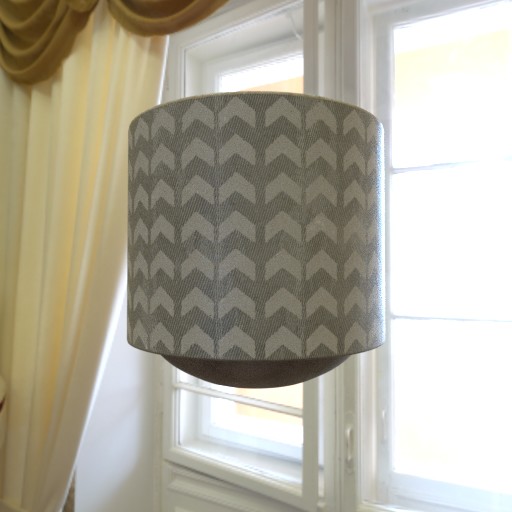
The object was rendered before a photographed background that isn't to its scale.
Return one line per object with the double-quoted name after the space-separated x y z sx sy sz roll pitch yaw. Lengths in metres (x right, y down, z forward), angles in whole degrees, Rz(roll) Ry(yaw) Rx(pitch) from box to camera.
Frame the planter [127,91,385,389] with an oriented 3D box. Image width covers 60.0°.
0.000 0.000 0.449 0.250 0.239 0.250 0 -1 0 "planter"
